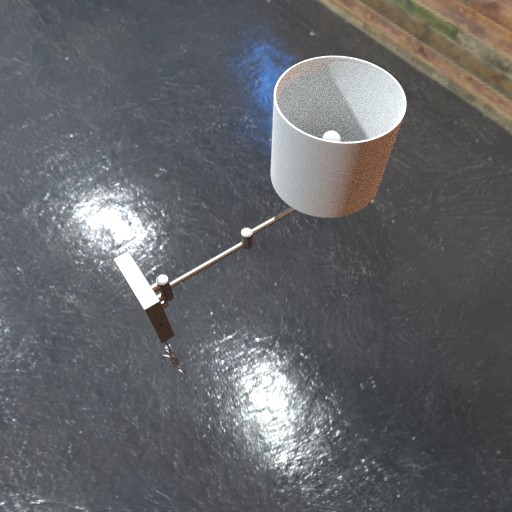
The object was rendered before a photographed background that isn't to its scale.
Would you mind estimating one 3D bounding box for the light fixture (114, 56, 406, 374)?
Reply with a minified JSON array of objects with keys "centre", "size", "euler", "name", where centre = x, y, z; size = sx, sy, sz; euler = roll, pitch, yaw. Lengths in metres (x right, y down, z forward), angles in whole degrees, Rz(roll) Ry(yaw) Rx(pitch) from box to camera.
[{"centre":[0.000,0.000,0.914],"size":[0.516,0.651,0.203],"euler":[-30,63,-17],"name":"light fixture"}]
